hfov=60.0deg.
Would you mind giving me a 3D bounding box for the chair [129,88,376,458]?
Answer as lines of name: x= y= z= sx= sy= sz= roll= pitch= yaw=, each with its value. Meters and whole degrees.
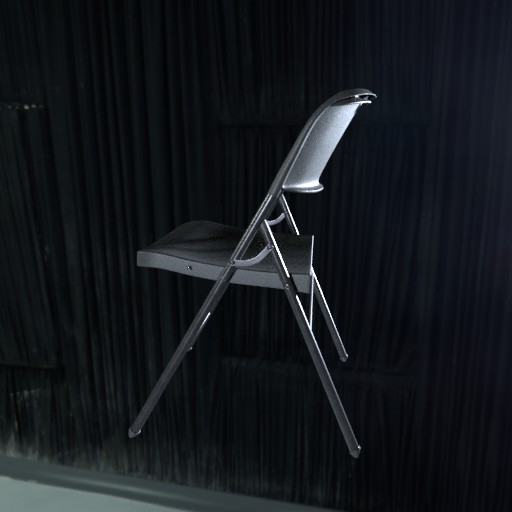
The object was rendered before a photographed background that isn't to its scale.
chair: x=0.000 y=0.000 z=1.179 sx=0.566 sy=0.810 sz=0.494 roll=2 pitch=14 yaw=8
